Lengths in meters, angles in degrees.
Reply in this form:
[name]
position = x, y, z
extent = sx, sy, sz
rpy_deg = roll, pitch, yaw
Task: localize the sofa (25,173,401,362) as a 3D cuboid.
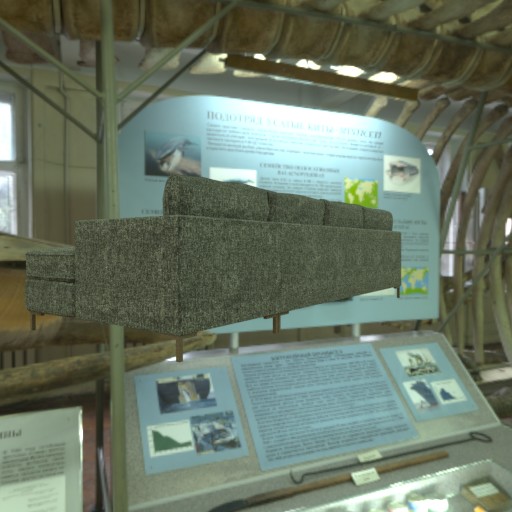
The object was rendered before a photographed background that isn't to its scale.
[sofa]
position = 0.000, 0.000, 3.940
extent = 1.488, 0.970, 3.384
rpy_deg = 1, 2, 36
